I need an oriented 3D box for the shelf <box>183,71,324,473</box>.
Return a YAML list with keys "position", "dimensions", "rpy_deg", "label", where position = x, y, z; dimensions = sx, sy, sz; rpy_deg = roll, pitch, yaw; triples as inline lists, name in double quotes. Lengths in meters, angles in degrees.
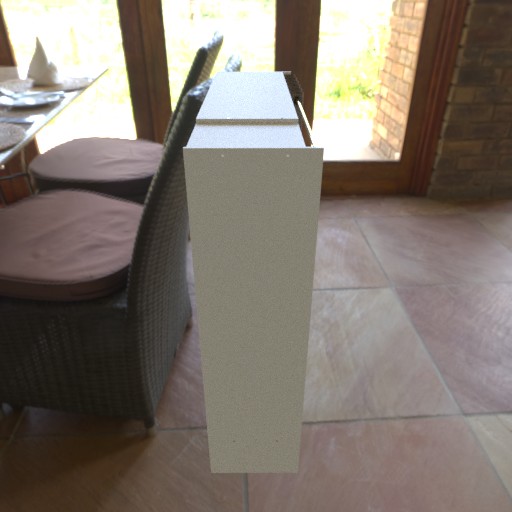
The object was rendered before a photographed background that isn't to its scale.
- position: [0.000, 0.000, 2.650]
  dimensions: [0.500, 1.820, 1.600]
  rpy_deg: [0, 31, 0]
  label: "shelf"
